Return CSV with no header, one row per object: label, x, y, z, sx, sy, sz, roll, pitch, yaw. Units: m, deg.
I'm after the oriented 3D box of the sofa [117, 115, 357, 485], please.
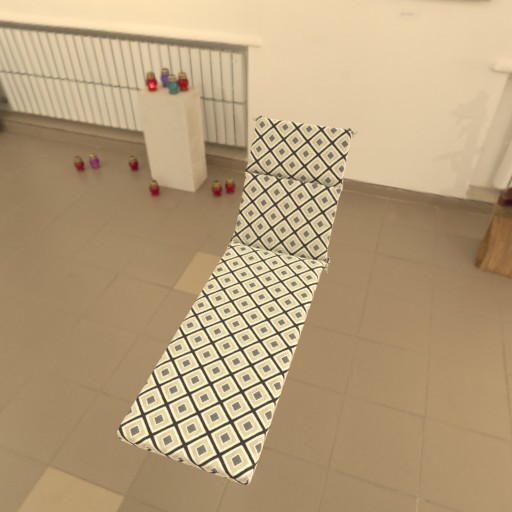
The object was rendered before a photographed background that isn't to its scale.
sofa,0.000,0.000,1.978,0.582,0.622,1.663,12,42,14
